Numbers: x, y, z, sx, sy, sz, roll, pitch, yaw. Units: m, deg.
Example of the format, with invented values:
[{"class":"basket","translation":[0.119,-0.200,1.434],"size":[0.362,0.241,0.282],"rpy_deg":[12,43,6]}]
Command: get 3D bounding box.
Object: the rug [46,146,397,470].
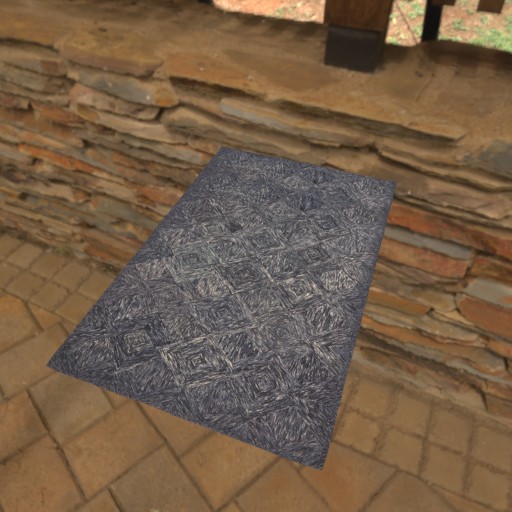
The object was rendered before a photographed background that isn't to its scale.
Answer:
[{"class":"rug","translation":[0.000,0.000,2.202],"size":[1.139,0.010,1.754],"rpy_deg":[15,47,14]}]
